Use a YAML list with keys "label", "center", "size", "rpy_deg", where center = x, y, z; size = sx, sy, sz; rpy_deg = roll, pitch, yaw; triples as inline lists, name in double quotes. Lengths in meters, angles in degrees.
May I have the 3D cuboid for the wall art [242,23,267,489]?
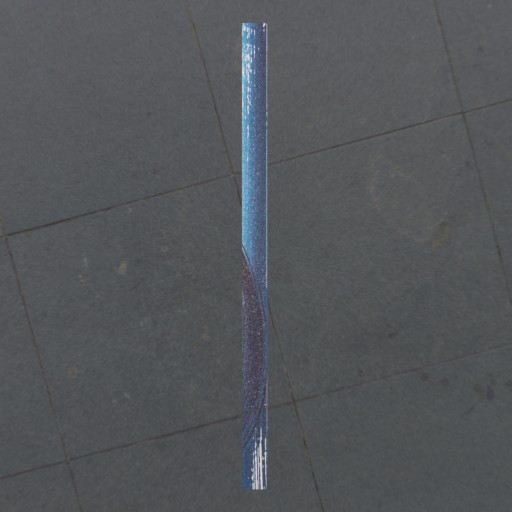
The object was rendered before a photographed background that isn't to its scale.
- label: "wall art"
  center: [0.000, 0.000, 0.781]
  size: [0.033, 0.406, 0.609]
  rpy_deg: [0, 90, 1]
